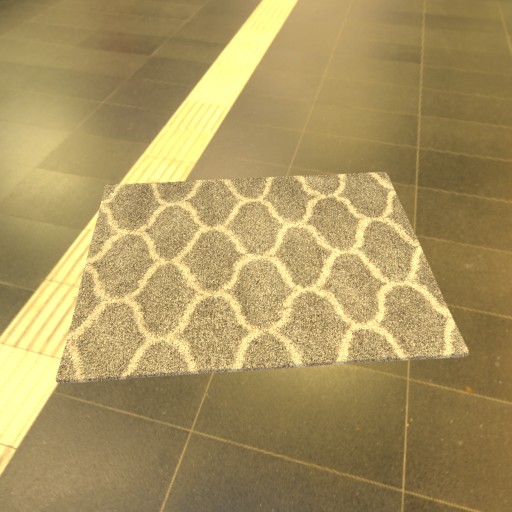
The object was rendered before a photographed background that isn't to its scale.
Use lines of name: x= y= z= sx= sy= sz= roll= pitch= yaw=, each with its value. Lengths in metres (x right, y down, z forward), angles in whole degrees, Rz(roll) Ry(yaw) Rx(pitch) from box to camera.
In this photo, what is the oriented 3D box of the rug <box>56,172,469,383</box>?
rug: x=0.000 y=0.000 z=2.111 sx=1.600 sy=0.025 sz=1.200 roll=-3 pitch=47 yaw=-3
